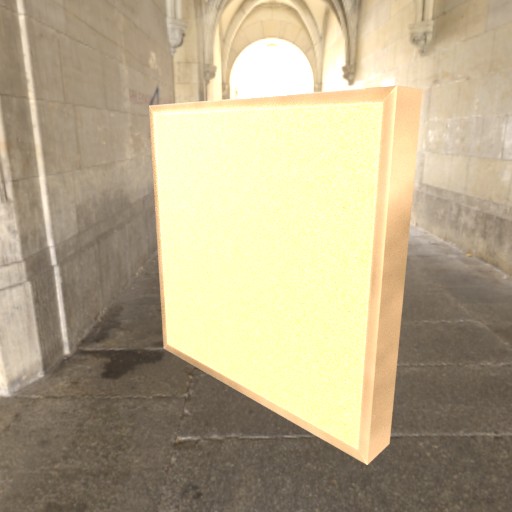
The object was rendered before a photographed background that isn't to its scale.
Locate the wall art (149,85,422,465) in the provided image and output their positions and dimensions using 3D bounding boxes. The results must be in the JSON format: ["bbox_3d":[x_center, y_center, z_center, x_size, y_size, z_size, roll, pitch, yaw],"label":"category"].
[{"bbox_3d":[0.000,0.000,0.454,0.305,0.303,0.038,15,21,43],"label":"wall art"}]
